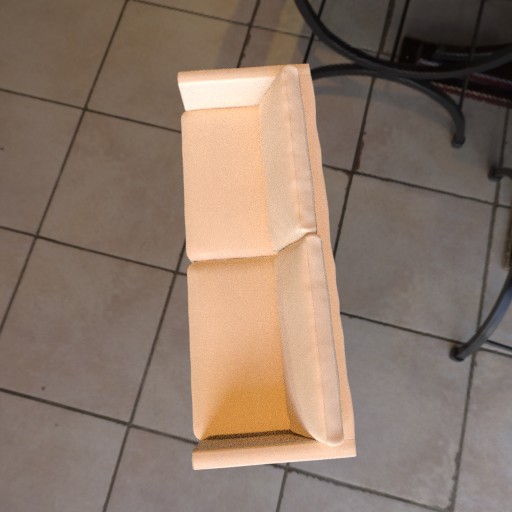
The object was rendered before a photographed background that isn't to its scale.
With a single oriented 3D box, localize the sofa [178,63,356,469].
[{"bbox_3d":[0.000,0.000,3.306,1.036,0.999,2.779,-4,76,-1],"label":"sofa"}]
